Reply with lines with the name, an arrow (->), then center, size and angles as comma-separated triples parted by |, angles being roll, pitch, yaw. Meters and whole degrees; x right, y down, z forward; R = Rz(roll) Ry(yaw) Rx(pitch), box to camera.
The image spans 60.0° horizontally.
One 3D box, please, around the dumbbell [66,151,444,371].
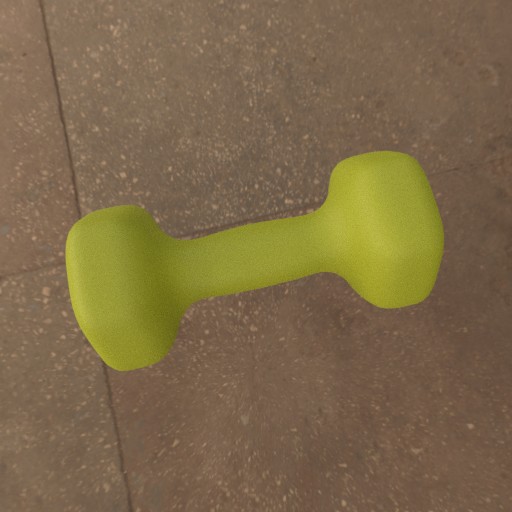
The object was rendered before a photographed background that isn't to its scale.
dumbbell -> 0.000, 0.000, 0.213 | 0.164, 0.072, 0.080 | -12, 76, -3
